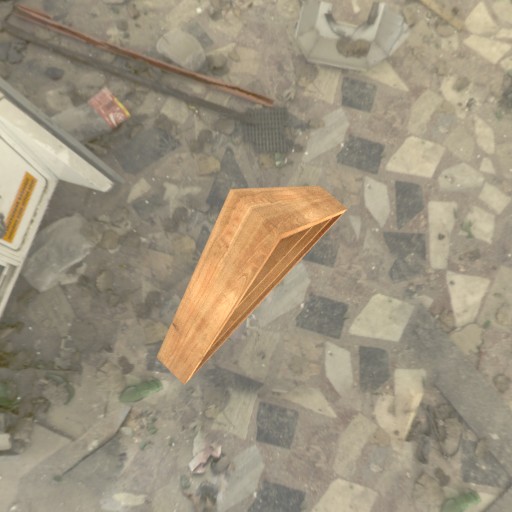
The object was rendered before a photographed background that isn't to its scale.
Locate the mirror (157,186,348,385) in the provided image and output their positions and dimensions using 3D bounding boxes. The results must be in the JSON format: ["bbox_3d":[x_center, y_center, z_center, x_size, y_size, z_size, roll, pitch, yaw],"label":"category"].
[{"bbox_3d":[0.000,0.000,0.898,0.100,0.548,0.631,42,80,9],"label":"mirror"}]
